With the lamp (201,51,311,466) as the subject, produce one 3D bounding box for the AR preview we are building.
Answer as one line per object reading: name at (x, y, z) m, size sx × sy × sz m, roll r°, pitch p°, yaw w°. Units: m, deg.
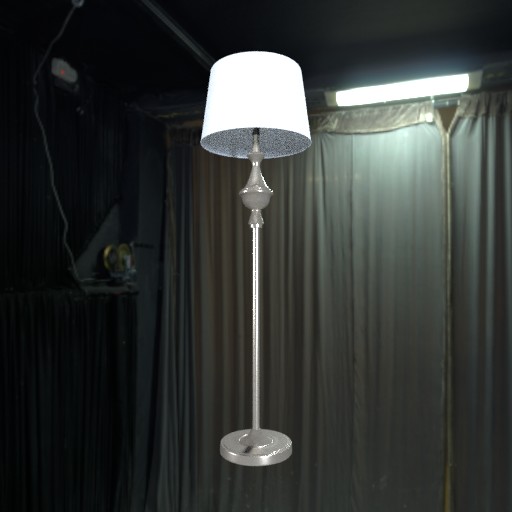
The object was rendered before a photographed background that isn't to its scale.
lamp at (0.000, 0.000, 1.719) m, size 0.431 × 1.488 × 0.431 m, roll 0°, pitch -2°, yaw 0°
